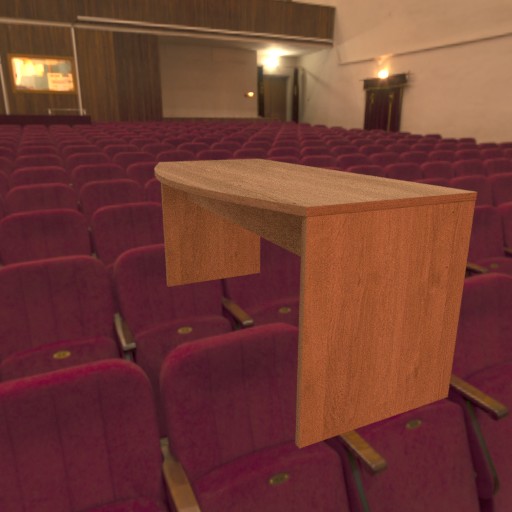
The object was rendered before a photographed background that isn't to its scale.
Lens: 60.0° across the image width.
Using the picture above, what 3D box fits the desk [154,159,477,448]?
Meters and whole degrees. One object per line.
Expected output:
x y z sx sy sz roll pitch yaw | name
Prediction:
0.000 0.000 2.047 0.802 0.752 1.600 -8 18 -24 | desk
